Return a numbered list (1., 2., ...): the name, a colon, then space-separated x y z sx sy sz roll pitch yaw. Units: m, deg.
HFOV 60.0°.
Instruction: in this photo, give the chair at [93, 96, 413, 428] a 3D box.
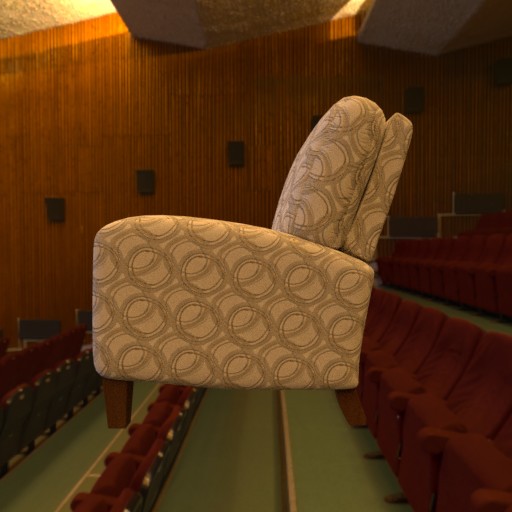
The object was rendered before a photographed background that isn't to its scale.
1. chair: 0.000 0.000 1.722 0.995 1.065 0.796 0 2 1
